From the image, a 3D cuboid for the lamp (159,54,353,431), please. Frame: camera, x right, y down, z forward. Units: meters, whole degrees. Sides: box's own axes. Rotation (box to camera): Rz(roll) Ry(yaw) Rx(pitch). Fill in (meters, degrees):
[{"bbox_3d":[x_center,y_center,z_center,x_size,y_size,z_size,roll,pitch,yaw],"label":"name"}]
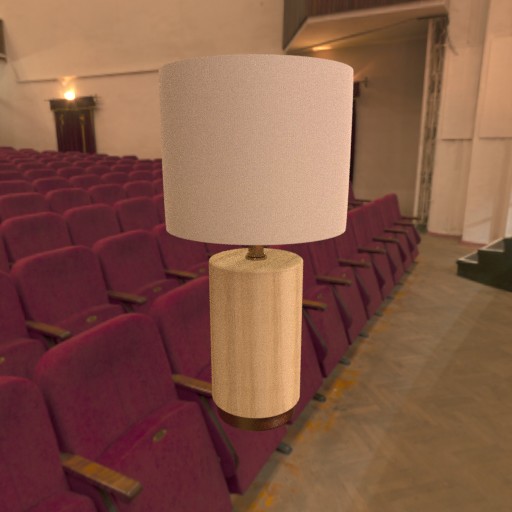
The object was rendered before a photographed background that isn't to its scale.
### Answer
[{"bbox_3d":[0.000,0.000,0.578,0.228,0.444,0.228,7,16,27],"label":"lamp"}]
